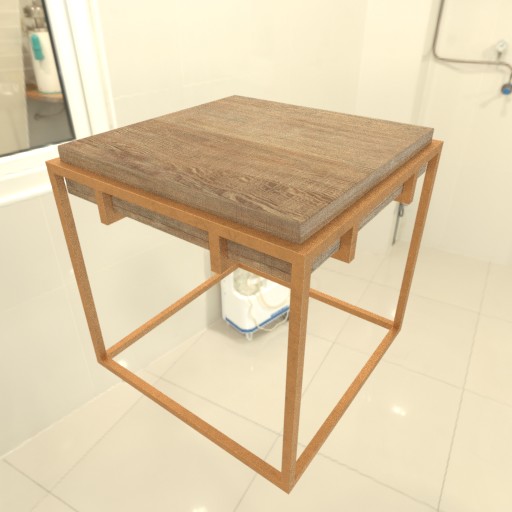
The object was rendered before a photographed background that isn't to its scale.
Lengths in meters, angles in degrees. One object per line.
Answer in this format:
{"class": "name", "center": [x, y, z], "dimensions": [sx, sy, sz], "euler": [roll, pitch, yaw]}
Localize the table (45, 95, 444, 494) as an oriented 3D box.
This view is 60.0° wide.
{"class": "table", "center": [0.000, 0.000, 1.072], "dimensions": [0.599, 0.584, 0.599], "euler": [21, 38, 30]}
